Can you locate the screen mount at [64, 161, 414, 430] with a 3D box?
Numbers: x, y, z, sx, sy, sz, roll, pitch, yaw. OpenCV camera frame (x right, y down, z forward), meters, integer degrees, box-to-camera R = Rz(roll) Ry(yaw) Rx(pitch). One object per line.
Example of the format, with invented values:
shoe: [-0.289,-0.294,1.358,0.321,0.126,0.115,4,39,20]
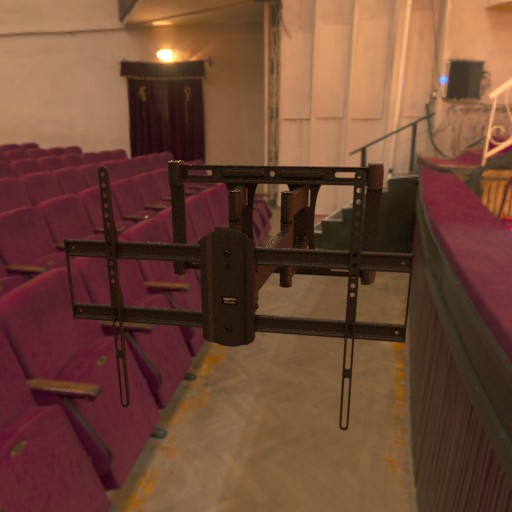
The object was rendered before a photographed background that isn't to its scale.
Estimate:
screen mount: [0.000,0.000,1.117,0.661,0.491,0.644,3,17,9]
